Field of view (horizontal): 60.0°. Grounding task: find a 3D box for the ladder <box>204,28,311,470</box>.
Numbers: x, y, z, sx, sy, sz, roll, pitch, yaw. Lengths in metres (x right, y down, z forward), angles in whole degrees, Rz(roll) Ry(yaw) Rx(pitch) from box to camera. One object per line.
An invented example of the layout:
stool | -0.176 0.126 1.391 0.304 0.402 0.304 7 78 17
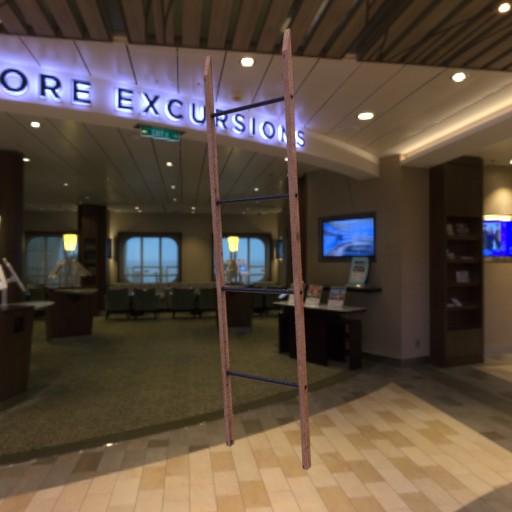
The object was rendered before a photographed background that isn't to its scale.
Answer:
ladder | 0.000 0.000 1.943 0.442 1.805 0.200 0 -1 35
